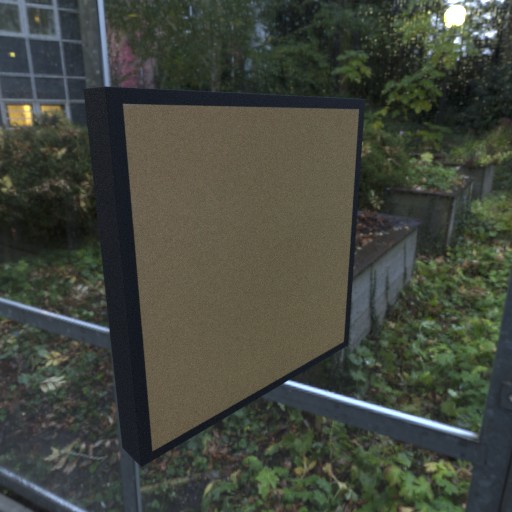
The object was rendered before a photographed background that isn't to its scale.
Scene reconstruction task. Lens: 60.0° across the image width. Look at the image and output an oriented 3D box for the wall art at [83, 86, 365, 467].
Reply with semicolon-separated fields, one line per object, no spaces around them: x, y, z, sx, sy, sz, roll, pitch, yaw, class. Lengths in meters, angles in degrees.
0.000;0.000;0.445;0.305;0.304;0.033;-16;24;-42;wall art
